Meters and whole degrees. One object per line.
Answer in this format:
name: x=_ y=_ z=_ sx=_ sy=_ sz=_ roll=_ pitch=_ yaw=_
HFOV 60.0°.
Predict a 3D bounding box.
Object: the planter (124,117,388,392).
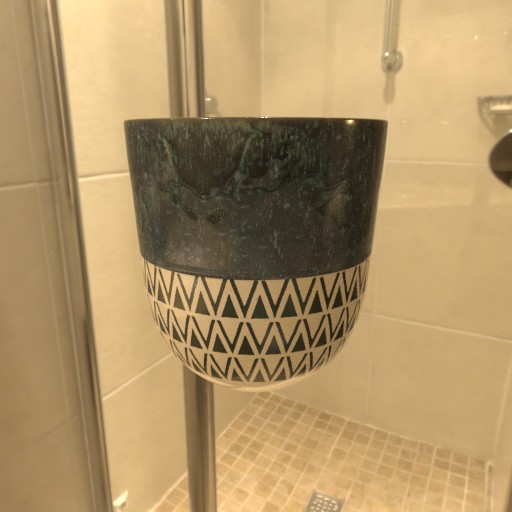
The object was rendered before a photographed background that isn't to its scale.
planter: x=0.000 y=0.000 z=0.367 sx=0.195 sy=0.214 sz=0.195 roll=0 pitch=16 yaw=0
